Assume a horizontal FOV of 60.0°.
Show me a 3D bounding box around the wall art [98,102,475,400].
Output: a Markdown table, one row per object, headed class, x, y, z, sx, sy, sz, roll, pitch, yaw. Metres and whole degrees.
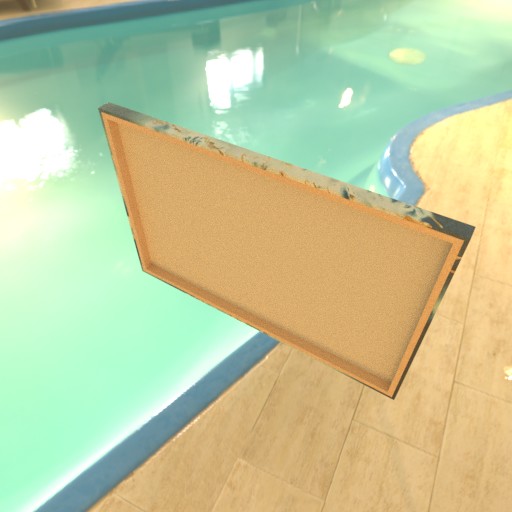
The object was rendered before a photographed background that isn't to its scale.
| class | x | y | z | sx | sy | sz | roll | pitch | yaw |
| --- | --- | --- | --- | --- | --- | --- | --- | --- | --- |
| wall art | 0.000 | 0.000 | 1.176 | 0.912 | 0.608 | 0.038 | 24 | 50 | 22 |
